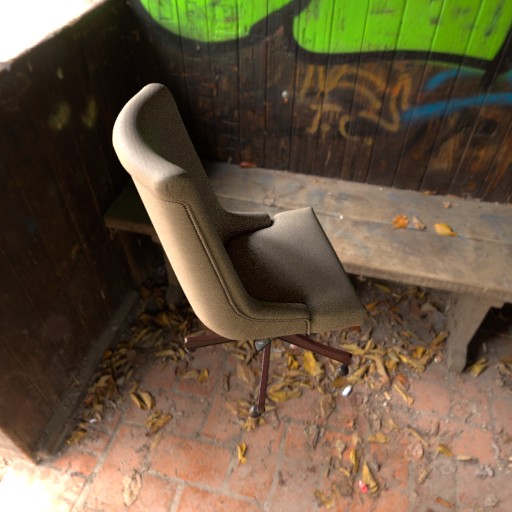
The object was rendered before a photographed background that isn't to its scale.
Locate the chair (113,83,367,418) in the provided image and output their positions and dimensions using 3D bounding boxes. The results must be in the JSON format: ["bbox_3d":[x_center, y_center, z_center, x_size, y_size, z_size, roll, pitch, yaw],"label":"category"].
[{"bbox_3d":[0.000,0.000,1.443,0.696,1.010,0.645,-10,47,-10],"label":"chair"}]
